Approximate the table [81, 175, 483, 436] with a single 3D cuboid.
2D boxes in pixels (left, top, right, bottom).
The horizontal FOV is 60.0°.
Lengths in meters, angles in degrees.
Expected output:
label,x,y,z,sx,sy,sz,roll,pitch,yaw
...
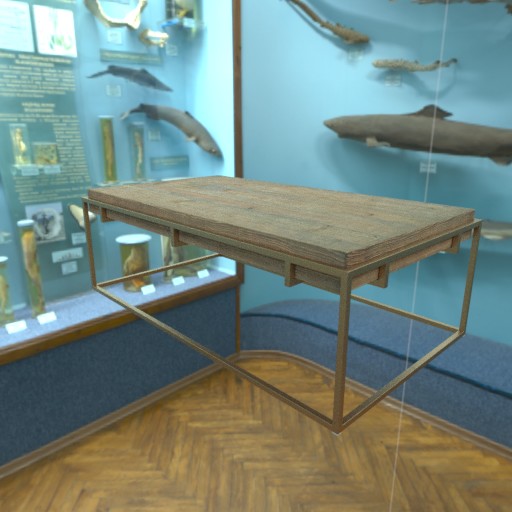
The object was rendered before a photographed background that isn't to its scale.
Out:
label,x,y,z,sx,sy,sz,roll,pitch,yaw
table,0.000,0.000,1.764,0.775,0.468,1.387,-16,23,-42
